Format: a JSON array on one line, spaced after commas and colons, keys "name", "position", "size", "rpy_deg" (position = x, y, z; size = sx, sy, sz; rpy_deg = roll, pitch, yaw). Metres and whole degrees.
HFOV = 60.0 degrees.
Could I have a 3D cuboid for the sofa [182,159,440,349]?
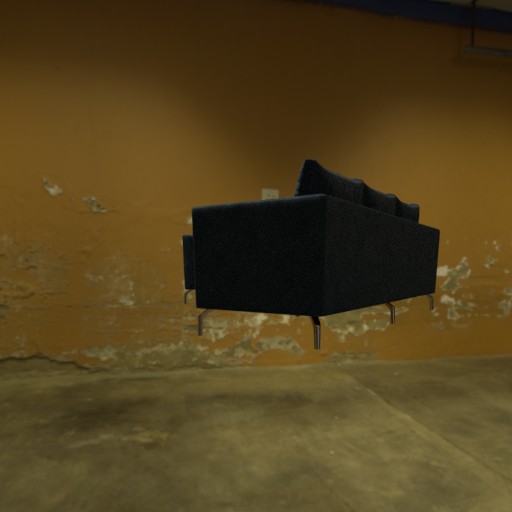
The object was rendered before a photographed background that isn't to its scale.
[{"name": "sofa", "position": [0.000, 0.000, 3.797], "size": [2.472, 0.988, 2.463], "rpy_deg": [-1, -2, 34]}]
